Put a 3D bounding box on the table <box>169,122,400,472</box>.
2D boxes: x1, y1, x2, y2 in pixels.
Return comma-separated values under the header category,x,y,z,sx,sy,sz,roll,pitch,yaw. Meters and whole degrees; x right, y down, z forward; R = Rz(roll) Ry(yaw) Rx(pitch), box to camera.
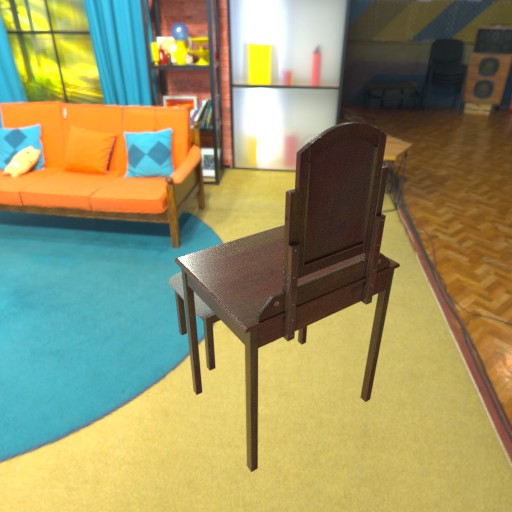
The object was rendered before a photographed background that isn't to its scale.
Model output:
category,x,y,z,sx,sy,sz,roll,pitch,yaw
table,0.000,0.000,2.369,0.876,1.631,1.211,-19,35,-29
